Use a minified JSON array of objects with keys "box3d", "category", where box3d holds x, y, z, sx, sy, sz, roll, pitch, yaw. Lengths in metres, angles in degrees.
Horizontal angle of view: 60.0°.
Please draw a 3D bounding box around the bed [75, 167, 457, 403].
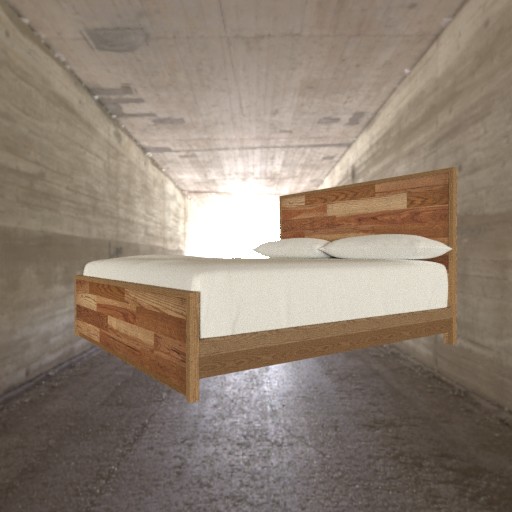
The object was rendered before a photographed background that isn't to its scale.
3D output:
[{"box3d":[0.000,0.000,3.425,2.184,1.295,2.013,0,0,-36],"category":"bed"}]
